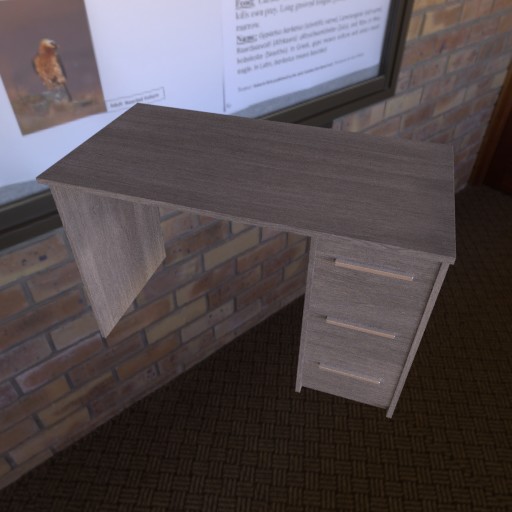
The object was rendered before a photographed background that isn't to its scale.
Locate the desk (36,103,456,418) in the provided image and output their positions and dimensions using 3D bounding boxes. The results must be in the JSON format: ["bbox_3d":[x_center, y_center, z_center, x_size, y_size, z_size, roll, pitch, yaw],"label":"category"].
[{"bbox_3d":[0.000,0.000,1.534,1.097,0.735,0.560,12,42,14],"label":"desk"}]
